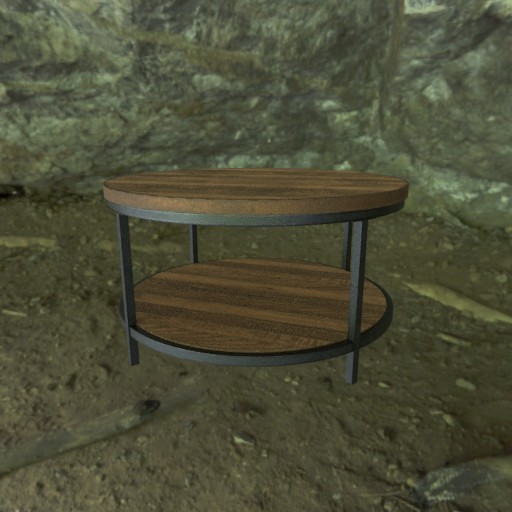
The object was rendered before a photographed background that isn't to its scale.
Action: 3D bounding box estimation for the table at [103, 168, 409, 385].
[{"bbox_3d":[0.000,0.000,1.338,0.837,0.462,0.837,0,15,0],"label":"table"}]
